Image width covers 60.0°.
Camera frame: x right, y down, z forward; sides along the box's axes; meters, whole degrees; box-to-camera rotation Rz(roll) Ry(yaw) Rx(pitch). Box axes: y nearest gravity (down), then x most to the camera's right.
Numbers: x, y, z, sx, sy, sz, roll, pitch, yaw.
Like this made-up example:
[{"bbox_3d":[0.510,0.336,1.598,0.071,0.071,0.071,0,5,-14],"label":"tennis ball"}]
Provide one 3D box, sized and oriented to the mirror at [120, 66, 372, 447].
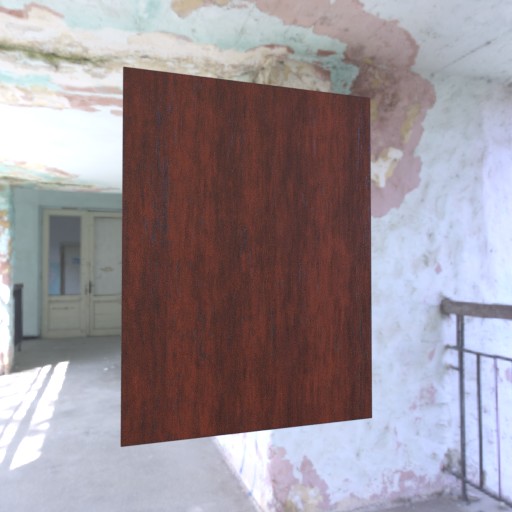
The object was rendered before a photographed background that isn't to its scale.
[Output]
[{"bbox_3d":[0.000,0.000,1.035,0.600,0.805,0.021,0,-1,-17],"label":"mirror"}]
